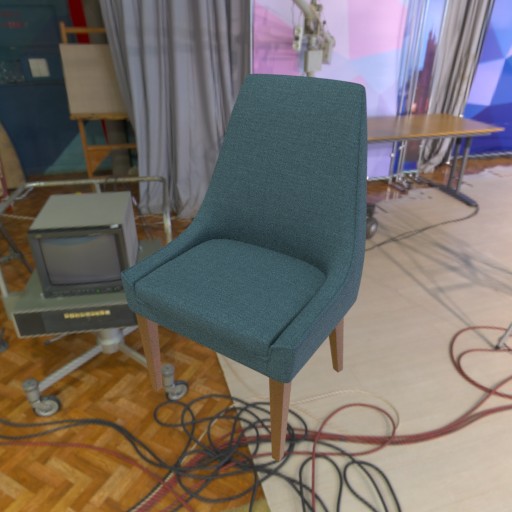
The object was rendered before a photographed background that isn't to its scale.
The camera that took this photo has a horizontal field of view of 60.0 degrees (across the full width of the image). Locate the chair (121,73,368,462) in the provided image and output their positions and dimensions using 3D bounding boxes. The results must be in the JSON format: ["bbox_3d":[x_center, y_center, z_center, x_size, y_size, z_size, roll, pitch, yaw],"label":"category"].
[{"bbox_3d":[0.000,0.000,1.215,0.529,0.861,0.544,18,35,29],"label":"chair"}]
